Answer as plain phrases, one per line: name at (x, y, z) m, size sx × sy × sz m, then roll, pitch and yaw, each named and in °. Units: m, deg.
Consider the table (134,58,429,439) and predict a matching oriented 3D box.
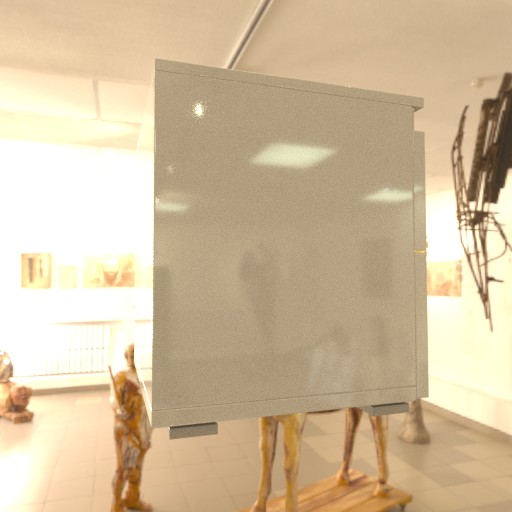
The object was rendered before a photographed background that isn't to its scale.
table at (0.000, 0.000, 0.800) m, size 0.400 × 0.470 × 0.420 m, roll 1°, pitch -2°, yaw -18°
